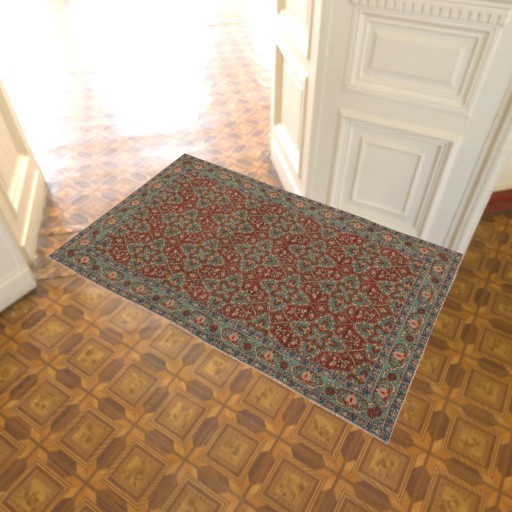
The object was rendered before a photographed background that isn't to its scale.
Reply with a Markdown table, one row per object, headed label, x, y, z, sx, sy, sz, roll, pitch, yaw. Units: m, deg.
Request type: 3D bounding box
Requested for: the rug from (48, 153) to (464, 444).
| label | x | y | z | sx | sy | sz | roll | pitch | yaw |
| --- | --- | --- | --- | --- | --- | --- | --- | --- | --- |
| rug | 0.000 | 0.000 | 3.058 | 2.439 | 0.011 | 1.533 | 24 | 50 | 22 |
